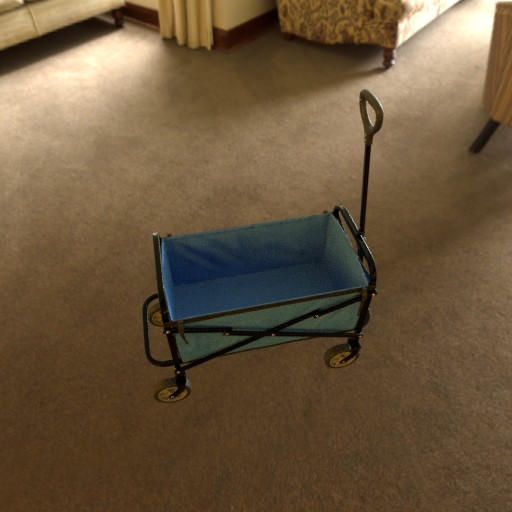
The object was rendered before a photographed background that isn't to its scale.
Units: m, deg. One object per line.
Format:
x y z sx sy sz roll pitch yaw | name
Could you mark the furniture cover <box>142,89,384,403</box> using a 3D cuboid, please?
0.000 0.000 1.798 1.038 1.295 0.532 -9 48 -9 | furniture cover
